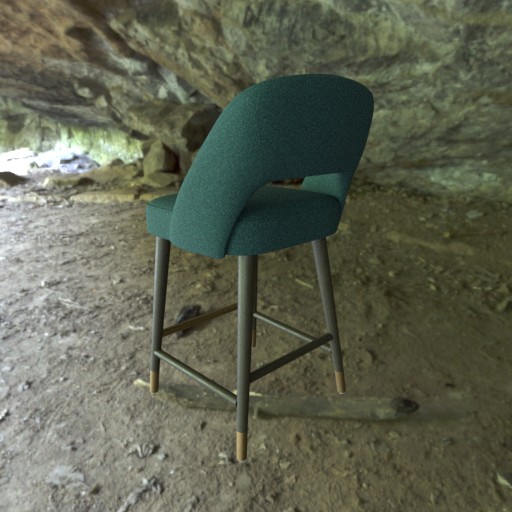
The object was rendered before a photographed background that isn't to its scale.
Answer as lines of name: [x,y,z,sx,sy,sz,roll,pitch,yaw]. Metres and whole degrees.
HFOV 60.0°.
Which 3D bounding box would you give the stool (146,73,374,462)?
stool: [0.000,0.000,1.279,0.536,0.939,0.522,-15,22,-42]
